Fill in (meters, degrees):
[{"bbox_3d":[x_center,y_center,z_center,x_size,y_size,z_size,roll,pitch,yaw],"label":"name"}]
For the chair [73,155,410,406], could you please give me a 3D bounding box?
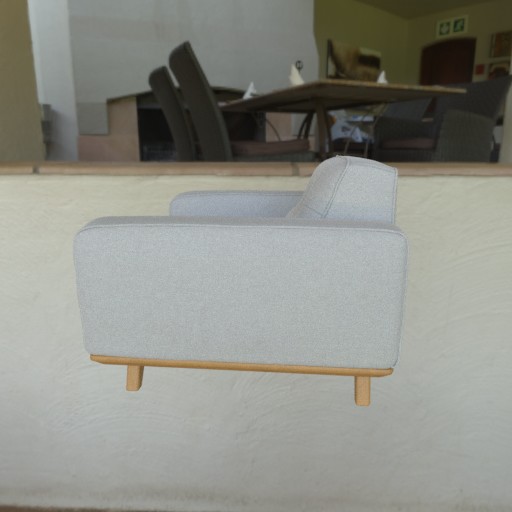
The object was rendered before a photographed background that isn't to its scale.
[{"bbox_3d":[0.000,0.000,1.765,0.953,0.779,1.115,2,14,7],"label":"chair"}]
